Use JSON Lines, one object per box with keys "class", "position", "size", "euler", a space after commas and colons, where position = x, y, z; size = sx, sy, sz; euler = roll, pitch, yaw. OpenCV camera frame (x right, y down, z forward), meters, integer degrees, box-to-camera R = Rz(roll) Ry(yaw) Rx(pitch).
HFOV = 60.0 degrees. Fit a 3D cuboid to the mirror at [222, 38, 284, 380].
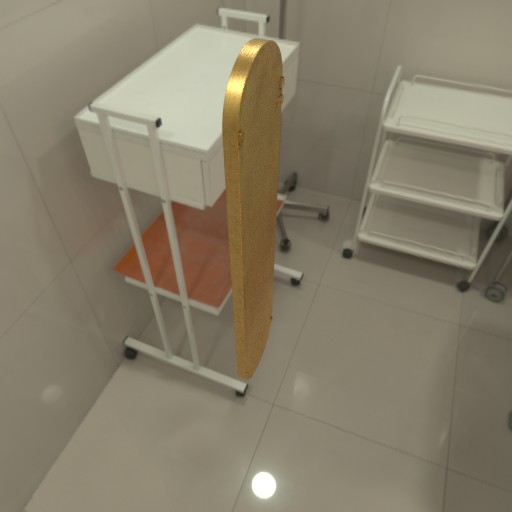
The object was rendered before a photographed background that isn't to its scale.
{"class": "mirror", "position": [0.000, 0.000, 1.070], "size": [0.032, 0.991, 0.222], "euler": [16, 49, 14]}
